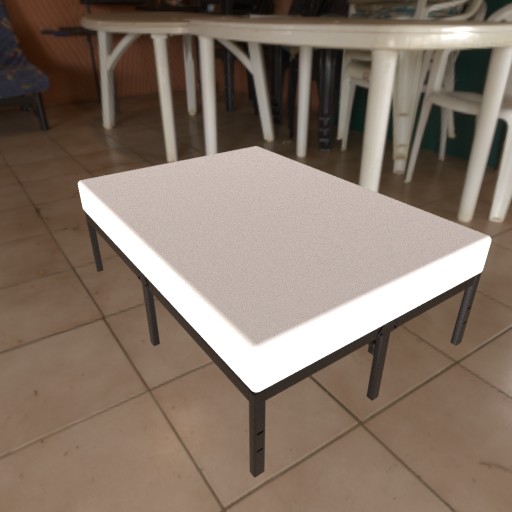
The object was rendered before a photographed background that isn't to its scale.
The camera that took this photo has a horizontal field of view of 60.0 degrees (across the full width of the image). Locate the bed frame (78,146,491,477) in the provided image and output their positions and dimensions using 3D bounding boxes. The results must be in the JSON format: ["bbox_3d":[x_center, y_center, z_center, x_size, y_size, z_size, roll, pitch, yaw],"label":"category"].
[{"bbox_3d":[0.000,0.000,2.618,1.408,0.659,1.956,-19,35,-30],"label":"bed frame"}]
